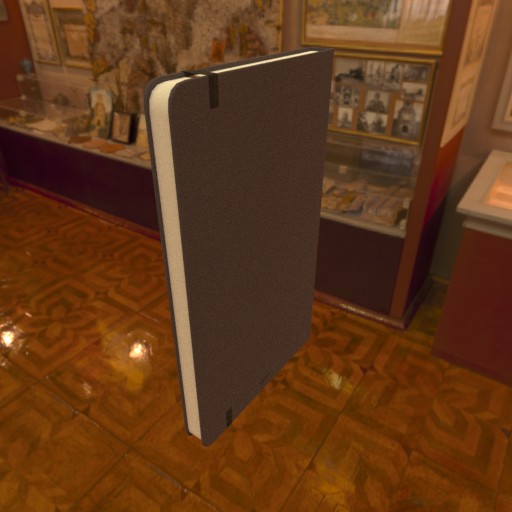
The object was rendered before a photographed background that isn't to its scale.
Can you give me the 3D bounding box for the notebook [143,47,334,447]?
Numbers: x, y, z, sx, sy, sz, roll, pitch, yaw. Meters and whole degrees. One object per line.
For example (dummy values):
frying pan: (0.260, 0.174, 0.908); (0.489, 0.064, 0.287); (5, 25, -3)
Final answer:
notebook: (0.000, 0.000, 0.261); (0.016, 0.213, 0.127); (21, 37, 30)
